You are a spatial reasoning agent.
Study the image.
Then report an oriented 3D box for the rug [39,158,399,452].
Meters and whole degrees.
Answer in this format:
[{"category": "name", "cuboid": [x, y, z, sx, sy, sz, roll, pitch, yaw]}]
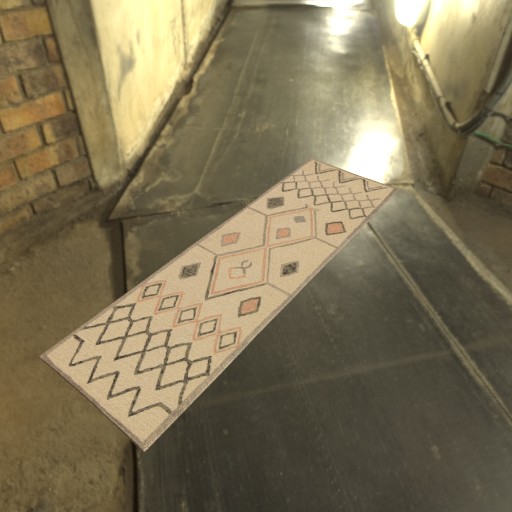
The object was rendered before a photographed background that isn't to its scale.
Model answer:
[{"category": "rug", "cuboid": [0.000, 0.000, 2.672, 0.750, 0.011, 2.435, 27, 48, 27]}]
